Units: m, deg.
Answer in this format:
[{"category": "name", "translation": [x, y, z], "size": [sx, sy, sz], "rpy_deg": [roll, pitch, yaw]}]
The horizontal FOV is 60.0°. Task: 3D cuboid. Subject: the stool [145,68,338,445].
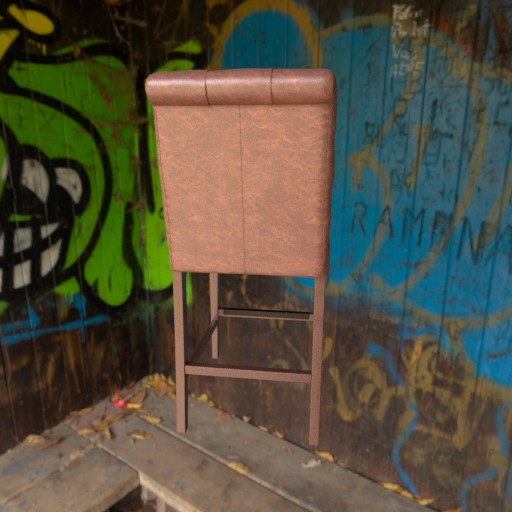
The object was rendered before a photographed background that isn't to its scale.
[{"category": "stool", "translation": [0.000, 0.000, 1.483], "size": [0.486, 1.084, 0.660], "rpy_deg": [2, 15, 8]}]
